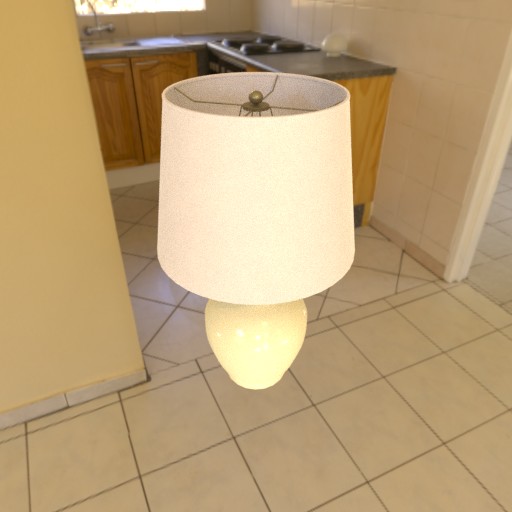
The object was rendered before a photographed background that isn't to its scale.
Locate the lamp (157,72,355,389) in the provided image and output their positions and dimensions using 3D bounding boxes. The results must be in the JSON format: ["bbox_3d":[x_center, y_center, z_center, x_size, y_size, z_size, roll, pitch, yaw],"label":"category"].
[{"bbox_3d":[0.000,0.000,0.558,0.239,0.399,0.239,0,33,0],"label":"lamp"}]
